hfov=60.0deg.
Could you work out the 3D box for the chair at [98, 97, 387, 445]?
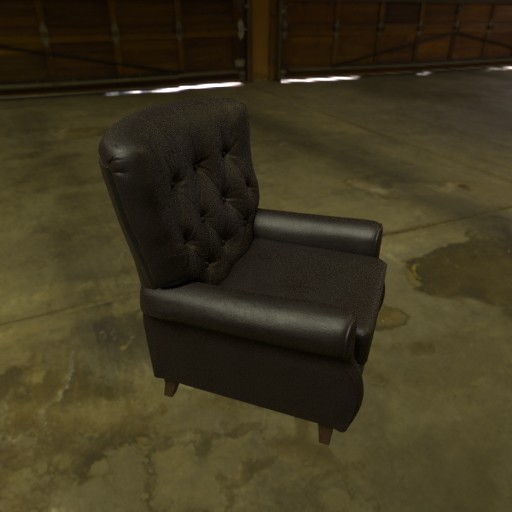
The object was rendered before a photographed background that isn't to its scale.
[{"bbox_3d":[0.000,0.000,1.856,1.058,1.158,0.948,10,31,18],"label":"chair"}]
